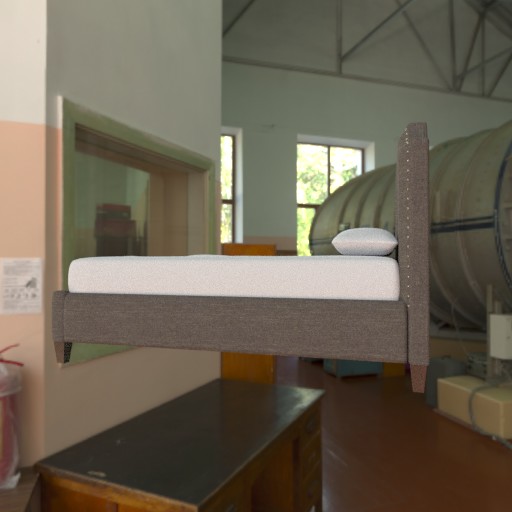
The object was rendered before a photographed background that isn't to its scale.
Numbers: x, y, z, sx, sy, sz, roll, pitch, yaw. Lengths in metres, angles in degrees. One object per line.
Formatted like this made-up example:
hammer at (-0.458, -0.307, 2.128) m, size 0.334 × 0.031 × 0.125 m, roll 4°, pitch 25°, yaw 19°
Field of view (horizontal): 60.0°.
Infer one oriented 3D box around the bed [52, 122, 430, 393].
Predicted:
bed at (0.000, 0.000, 3.441) m, size 2.381 × 1.457 × 1.713 m, roll 0°, pitch -1°, yaw 17°
